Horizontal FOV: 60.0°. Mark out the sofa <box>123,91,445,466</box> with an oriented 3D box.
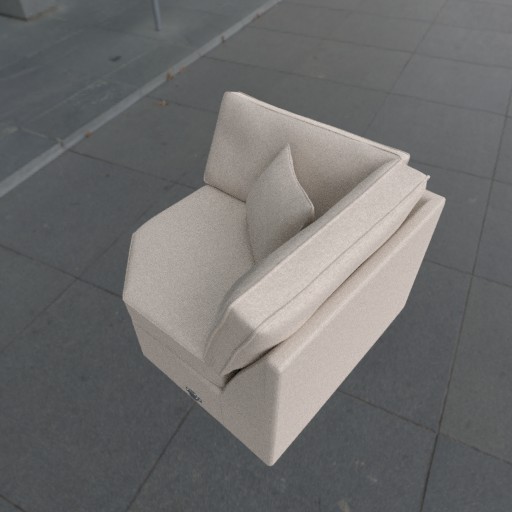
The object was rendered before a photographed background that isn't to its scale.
[{"bbox_3d":[0.000,0.000,1.872,1.050,0.937,1.042,33,54,27],"label":"sofa"}]
